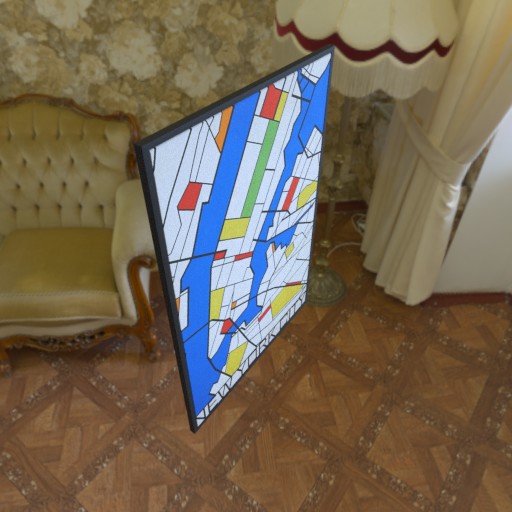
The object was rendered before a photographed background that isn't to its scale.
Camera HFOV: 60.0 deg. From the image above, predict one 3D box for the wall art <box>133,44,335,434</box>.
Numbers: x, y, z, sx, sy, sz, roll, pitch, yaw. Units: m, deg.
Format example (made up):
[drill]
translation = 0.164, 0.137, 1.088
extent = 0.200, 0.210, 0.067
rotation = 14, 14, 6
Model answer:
[wall art]
translation = 0.000, 0.000, 0.856
extent = 0.013, 0.660, 0.460
rotation = 25, 47, 26
